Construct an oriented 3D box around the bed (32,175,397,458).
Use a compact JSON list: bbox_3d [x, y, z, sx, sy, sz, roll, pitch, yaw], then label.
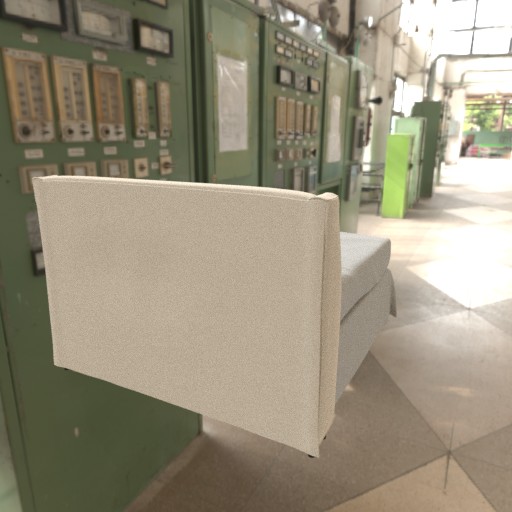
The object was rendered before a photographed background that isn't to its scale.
[{"bbox_3d":[0.000,0.000,3.383,1.925,1.332,2.276,8,17,27],"label":"bed"}]
